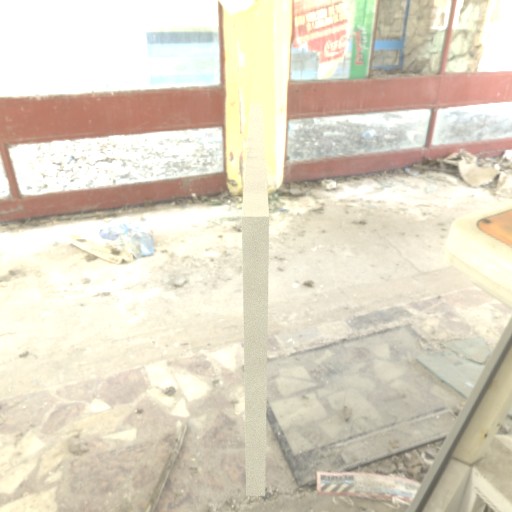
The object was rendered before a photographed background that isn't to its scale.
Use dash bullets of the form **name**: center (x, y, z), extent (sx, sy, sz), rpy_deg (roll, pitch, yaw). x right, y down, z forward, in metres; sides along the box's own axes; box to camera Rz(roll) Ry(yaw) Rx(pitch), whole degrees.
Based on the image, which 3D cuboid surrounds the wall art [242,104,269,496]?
- **wall art**: center (0.000, 0.000, 1.155), extent (0.038, 0.610, 0.915), rpy_deg (0, 28, 0)
